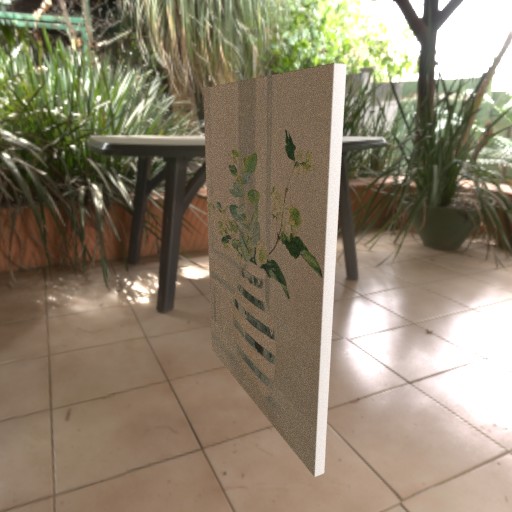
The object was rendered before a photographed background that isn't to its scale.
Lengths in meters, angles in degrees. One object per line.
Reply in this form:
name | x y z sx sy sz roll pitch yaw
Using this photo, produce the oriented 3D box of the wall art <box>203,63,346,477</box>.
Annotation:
wall art | 0.000 0.000 1.628 0.038 1.212 0.914 -8 19 -25
